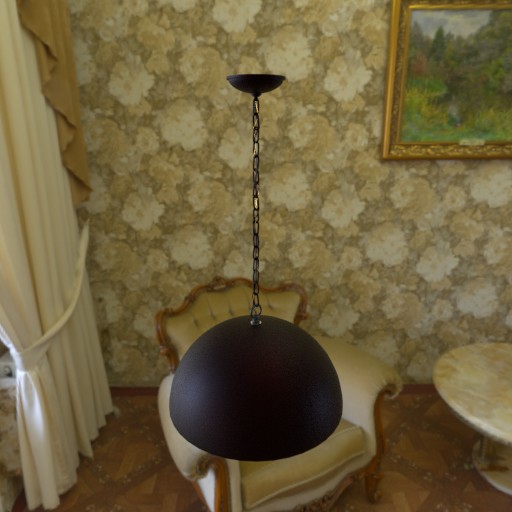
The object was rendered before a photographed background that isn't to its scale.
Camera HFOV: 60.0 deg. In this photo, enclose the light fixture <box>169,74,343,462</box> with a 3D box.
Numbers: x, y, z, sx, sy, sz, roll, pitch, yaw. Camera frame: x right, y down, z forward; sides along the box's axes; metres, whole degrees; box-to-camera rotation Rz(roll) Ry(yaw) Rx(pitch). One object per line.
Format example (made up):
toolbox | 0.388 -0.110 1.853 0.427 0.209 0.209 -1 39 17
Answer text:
light fixture | 0.000 0.000 1.157 0.492 0.869 0.492 15 22 42
